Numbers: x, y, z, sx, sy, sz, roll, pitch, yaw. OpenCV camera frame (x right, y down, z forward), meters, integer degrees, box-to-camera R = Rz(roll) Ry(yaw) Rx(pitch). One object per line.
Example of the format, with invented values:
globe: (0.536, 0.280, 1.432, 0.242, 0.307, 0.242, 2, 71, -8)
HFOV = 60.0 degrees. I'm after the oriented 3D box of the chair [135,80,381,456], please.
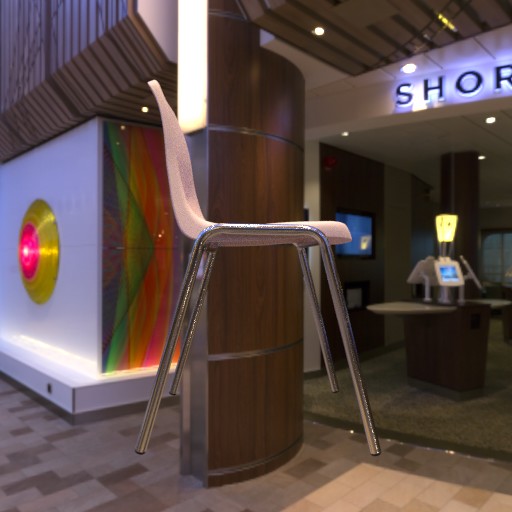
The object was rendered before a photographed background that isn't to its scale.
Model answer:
chair: (0.000, 0.000, 0.960, 0.436, 0.704, 0.381, 0, 0, -1)
